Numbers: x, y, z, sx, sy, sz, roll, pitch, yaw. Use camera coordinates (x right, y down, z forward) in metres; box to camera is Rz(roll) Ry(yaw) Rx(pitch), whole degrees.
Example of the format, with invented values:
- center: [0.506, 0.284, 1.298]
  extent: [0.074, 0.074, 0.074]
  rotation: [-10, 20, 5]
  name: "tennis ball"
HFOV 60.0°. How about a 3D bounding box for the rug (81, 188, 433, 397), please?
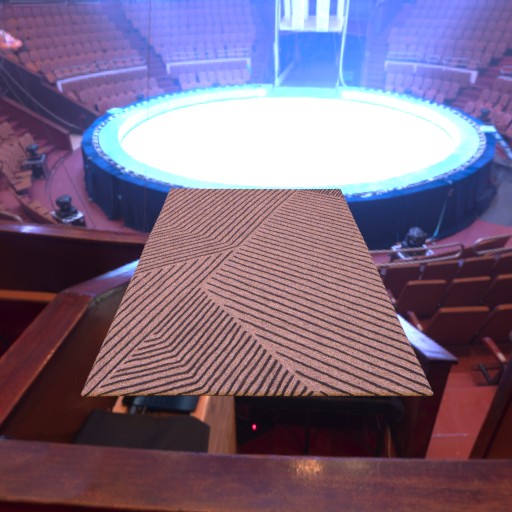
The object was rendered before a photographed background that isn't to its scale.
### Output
- center: [0.000, 0.000, 2.961]
  extent: [1.539, 0.023, 2.406]
  rotation: [0, 30, 0]
  name: "rug"
